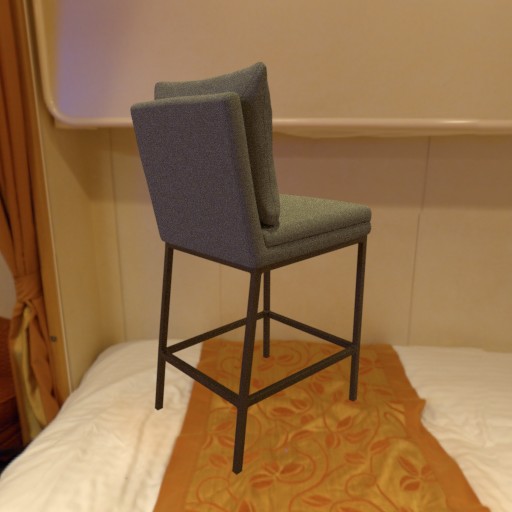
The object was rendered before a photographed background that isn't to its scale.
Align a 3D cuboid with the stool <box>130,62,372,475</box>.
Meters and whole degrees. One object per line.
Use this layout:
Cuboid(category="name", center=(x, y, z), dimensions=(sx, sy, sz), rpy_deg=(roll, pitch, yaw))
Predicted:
Cuboid(category="stool", center=(0.000, 0.000, 1.375), dimensions=(0.569, 1.031, 0.463), rpy_deg=(-13, 20, -41))
